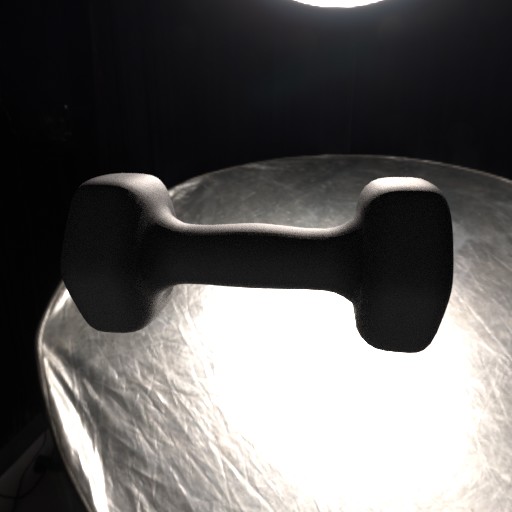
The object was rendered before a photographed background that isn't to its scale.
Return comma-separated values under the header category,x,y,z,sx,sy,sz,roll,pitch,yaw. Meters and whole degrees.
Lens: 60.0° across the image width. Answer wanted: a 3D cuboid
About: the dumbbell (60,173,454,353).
category,x,y,z,sx,sy,sz,roll,pitch,yaw
dumbbell,0.000,0.000,0.298,0.240,0.105,0.116,3,16,9
